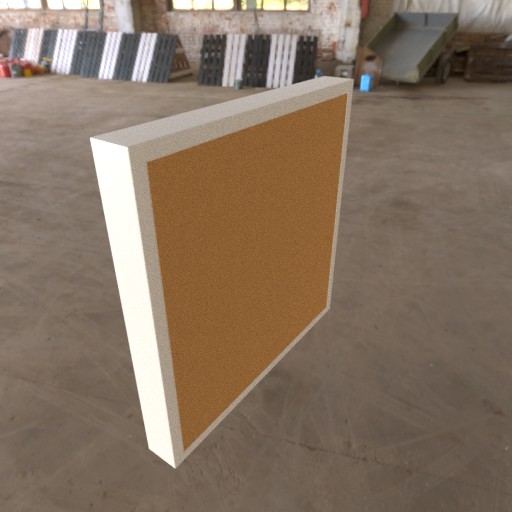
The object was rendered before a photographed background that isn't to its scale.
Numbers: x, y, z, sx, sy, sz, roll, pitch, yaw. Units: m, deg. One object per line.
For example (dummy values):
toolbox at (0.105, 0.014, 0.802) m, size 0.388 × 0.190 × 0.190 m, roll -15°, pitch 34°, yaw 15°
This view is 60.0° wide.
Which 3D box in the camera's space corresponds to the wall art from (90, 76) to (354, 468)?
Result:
wall art at (0.000, 0.000, 0.453) m, size 0.037 × 0.305 × 0.305 m, roll 20°, pitch 36°, yaw 31°
